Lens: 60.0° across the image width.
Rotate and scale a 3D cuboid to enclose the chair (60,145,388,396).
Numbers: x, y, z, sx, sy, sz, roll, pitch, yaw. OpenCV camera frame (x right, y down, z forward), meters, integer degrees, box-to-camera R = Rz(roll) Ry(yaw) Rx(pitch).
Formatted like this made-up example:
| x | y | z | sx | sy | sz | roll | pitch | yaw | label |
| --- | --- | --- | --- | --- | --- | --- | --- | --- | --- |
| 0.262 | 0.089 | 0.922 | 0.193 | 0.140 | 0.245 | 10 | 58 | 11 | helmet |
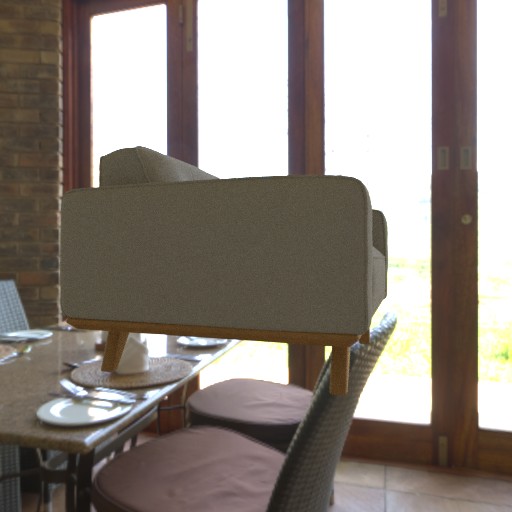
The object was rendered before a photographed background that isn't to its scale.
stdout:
| x | y | z | sx | sy | sz | roll | pitch | yaw | label |
| --- | --- | --- | --- | --- | --- | --- | --- | --- | --- |
| 0.000 | 0.000 | 1.734 | 0.953 | 0.779 | 1.115 | 0 | 0 | 19 | chair |
